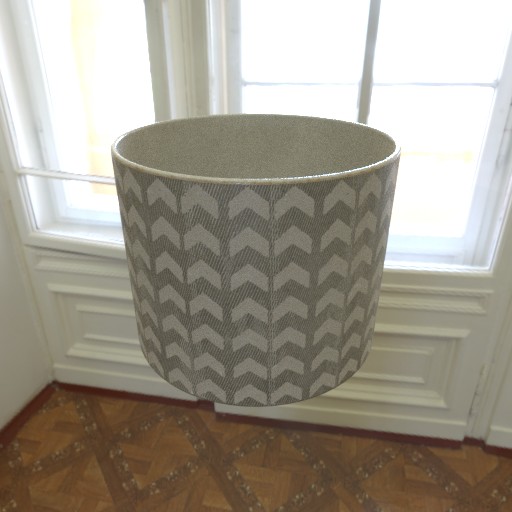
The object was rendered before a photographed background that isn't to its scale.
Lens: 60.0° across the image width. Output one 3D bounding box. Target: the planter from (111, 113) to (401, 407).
[{"bbox_3d":[0.000,0.000,0.451,0.250,0.239,0.250,0,27,0],"label":"planter"}]
